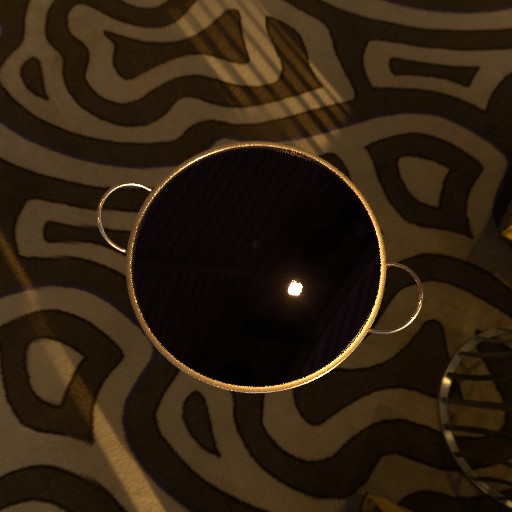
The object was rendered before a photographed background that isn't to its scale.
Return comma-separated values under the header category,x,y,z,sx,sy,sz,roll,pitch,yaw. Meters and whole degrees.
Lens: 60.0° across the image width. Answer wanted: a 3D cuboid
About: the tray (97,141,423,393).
category,x,y,z,sx,sy,sz,roll,pitch,yaw
tray,0.000,0.000,0.741,0.543,0.069,0.438,18,75,5
